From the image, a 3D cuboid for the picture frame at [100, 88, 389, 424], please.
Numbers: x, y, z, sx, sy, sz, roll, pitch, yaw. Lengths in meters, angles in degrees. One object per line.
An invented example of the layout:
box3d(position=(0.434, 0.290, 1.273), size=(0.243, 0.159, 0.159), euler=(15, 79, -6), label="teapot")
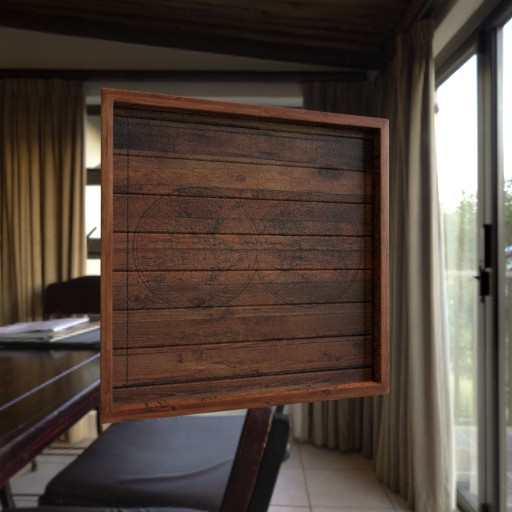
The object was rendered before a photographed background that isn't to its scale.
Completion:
box3d(position=(0.000, 0.000, 0.533), size=(0.352, 0.356, 0.028), euler=(0, 0, -17), label="picture frame")
